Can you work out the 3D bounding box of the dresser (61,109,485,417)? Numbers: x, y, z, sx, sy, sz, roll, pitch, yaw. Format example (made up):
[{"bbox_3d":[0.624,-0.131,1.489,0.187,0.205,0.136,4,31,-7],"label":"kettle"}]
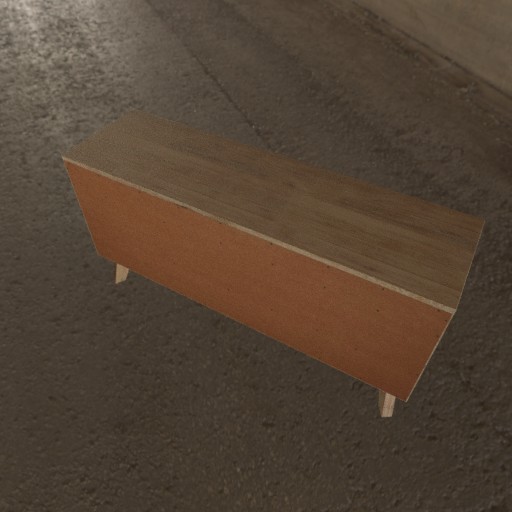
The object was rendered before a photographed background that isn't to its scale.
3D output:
[{"bbox_3d":[0.000,0.000,1.985,1.602,0.788,0.455,22,50,20],"label":"dresser"}]
